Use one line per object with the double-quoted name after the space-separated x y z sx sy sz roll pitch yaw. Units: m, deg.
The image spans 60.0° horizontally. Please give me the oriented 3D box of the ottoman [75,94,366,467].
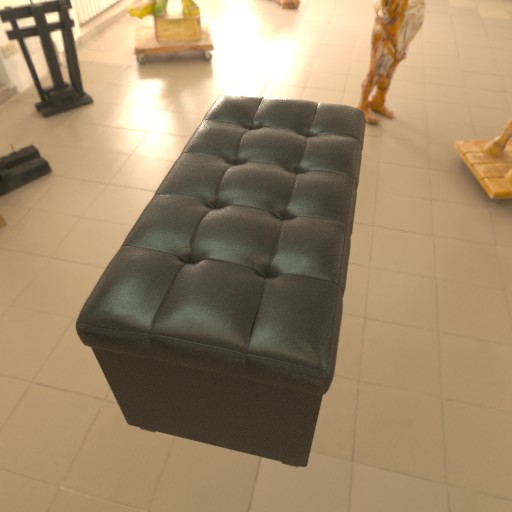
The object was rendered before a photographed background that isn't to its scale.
0.000 0.000 1.104 0.432 0.470 0.838 10 46 9 "ottoman"
